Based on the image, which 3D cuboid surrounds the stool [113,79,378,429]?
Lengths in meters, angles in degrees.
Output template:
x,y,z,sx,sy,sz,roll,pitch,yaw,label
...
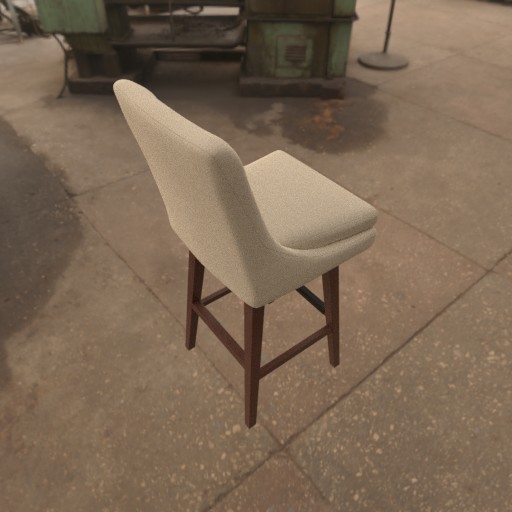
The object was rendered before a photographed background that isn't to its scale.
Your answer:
x,y,z,sx,sy,sz,roll,pitch,yaw,label
0.000,0.000,1.395,0.559,1.093,0.483,-27,48,-27,stool
